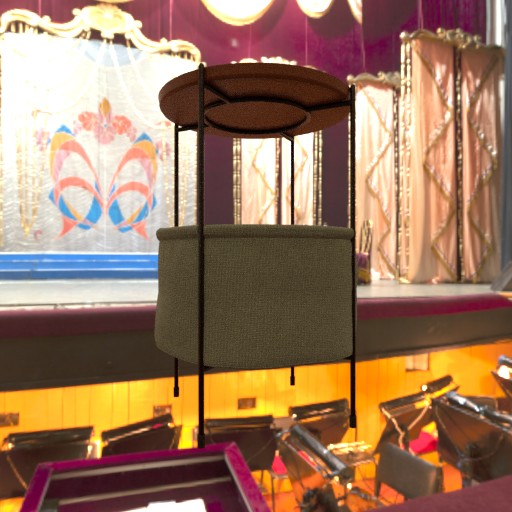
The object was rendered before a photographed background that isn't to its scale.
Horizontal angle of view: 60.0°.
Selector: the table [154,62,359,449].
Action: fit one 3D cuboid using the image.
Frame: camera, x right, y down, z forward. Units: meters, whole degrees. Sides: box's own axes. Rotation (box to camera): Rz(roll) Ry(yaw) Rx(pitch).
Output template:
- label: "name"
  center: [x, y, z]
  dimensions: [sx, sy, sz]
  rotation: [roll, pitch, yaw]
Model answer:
- label: "table"
  center: [0.000, 0.000, 0.895]
  dimensions: [0.400, 0.623, 0.400]
  rotation: [0, 0, -18]
